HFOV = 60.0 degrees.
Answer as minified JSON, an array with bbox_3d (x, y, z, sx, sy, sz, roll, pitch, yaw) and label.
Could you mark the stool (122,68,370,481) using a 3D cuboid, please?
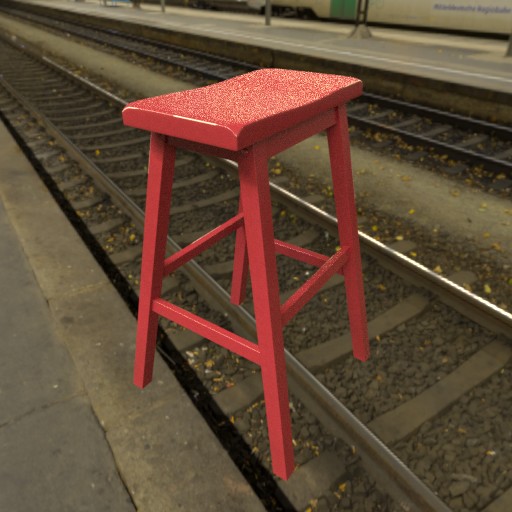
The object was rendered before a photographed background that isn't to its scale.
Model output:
[{"bbox_3d":[0.000,0.000,1.027,0.476,0.737,0.457,20,37,29],"label":"stool"}]
